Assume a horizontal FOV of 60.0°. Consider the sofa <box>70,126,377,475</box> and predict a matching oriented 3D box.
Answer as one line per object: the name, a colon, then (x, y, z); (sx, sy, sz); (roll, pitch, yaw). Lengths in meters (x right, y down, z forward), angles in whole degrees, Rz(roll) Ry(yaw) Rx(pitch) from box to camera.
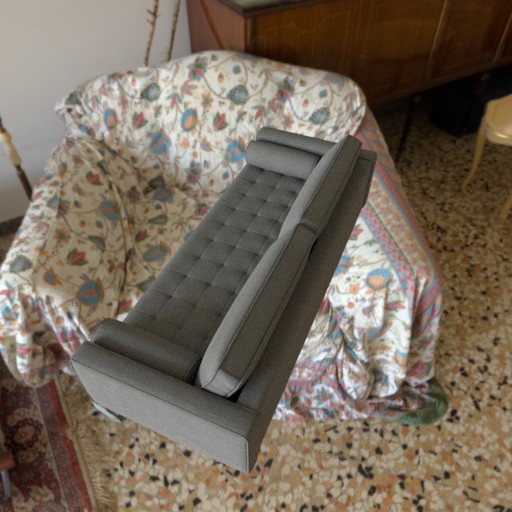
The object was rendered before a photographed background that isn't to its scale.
sofa: (0.000, 0.000, 2.676); (0.914, 0.762, 2.198); (18, 49, 16)
